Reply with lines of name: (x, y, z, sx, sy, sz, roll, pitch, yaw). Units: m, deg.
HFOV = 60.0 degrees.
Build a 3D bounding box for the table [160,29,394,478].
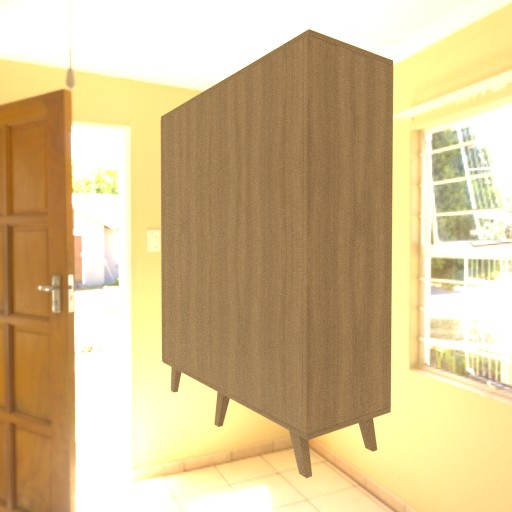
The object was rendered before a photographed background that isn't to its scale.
table: (0.000, 0.000, 1.909, 0.398, 1.388, 1.111, -1, 2, -35)
